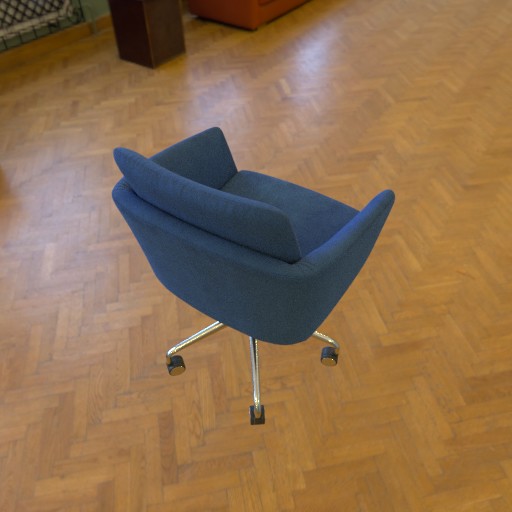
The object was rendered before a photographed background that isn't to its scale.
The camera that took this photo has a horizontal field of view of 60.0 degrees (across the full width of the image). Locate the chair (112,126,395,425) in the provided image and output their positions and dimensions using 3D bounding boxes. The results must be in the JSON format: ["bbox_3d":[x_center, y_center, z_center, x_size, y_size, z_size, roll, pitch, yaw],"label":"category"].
[{"bbox_3d":[0.000,0.000,1.370,0.641,0.908,0.635,24,51,22],"label":"chair"}]
